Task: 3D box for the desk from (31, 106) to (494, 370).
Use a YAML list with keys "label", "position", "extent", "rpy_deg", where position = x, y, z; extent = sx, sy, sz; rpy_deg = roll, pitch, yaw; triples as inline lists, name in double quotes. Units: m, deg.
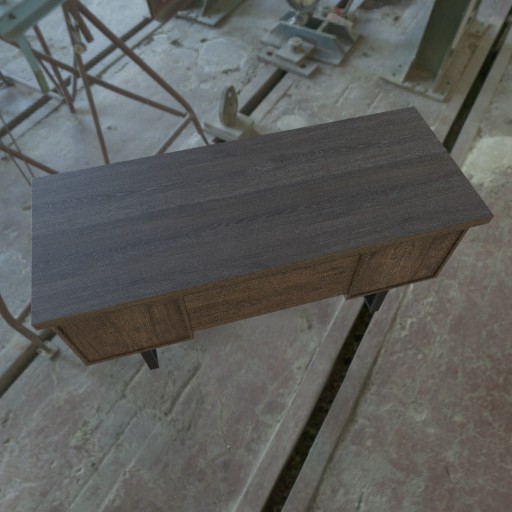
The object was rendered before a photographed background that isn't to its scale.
- label: "desk"
  position: [0.000, 0.000, 1.878]
  extent: [1.524, 0.760, 0.600]
  rpy_deg: [-13, 58, -8]
